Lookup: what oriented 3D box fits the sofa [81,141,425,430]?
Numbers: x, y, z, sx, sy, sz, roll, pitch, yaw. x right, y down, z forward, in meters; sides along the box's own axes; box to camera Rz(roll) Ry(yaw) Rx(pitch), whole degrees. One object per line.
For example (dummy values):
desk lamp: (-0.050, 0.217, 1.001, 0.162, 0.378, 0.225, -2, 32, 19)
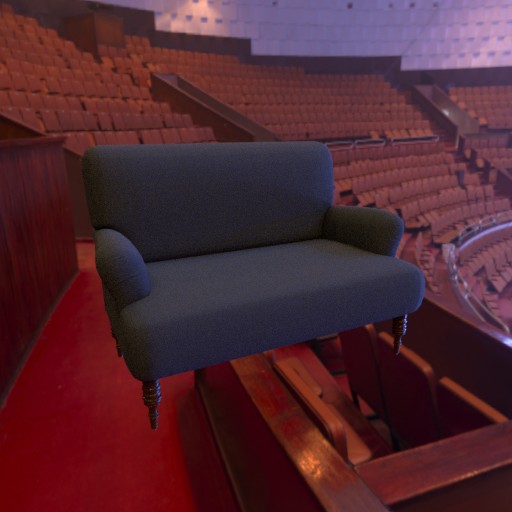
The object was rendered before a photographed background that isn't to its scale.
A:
sofa: (0.000, 0.000, 1.842, 1.297, 0.889, 0.779, -8, 18, -27)
